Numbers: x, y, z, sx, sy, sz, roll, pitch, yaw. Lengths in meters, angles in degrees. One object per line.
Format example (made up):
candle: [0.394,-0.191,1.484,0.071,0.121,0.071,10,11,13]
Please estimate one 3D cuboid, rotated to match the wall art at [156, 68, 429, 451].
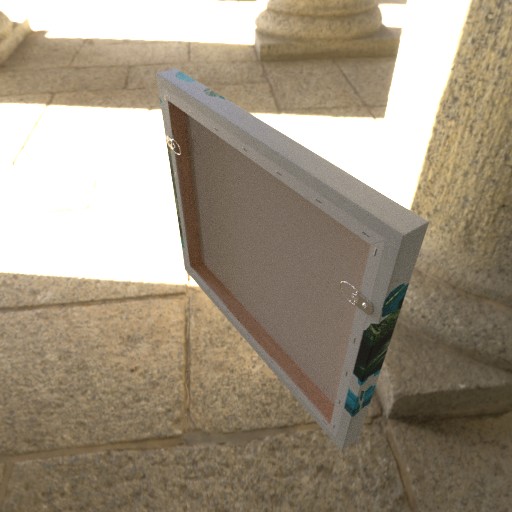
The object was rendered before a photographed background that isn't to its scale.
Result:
wall art: [0.000,0.000,0.708,0.041,0.435,0.507,-25,48,-26]
